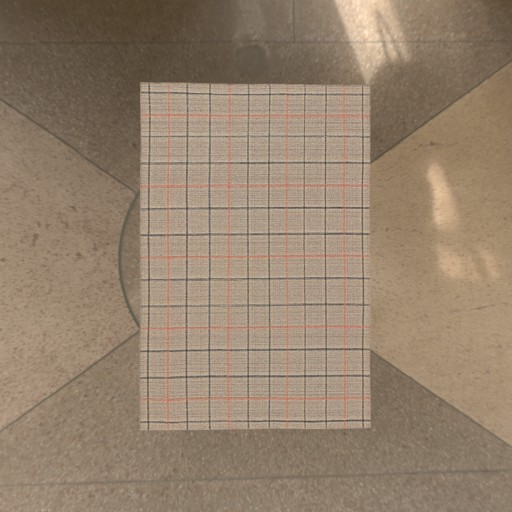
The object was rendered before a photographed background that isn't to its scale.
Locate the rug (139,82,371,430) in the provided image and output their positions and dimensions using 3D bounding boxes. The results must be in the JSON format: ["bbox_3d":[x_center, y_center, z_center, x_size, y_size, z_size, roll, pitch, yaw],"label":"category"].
[{"bbox_3d":[0.000,0.000,2.345,1.220,0.013,1.829,0,90,-1],"label":"rug"}]
